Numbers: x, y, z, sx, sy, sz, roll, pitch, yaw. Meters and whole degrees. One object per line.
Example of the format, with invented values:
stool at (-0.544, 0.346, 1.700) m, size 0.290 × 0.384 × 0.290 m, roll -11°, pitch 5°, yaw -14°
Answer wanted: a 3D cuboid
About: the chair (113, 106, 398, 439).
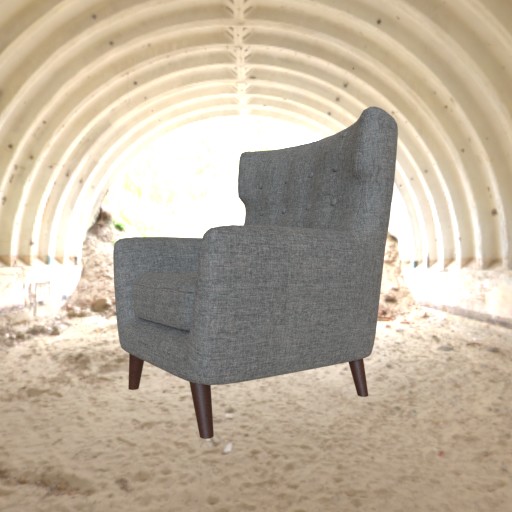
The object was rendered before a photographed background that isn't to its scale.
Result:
chair at (0.000, 0.000, 1.770) m, size 0.904 × 1.063 × 0.878 m, roll 1°, pitch -1°, yaw -36°
